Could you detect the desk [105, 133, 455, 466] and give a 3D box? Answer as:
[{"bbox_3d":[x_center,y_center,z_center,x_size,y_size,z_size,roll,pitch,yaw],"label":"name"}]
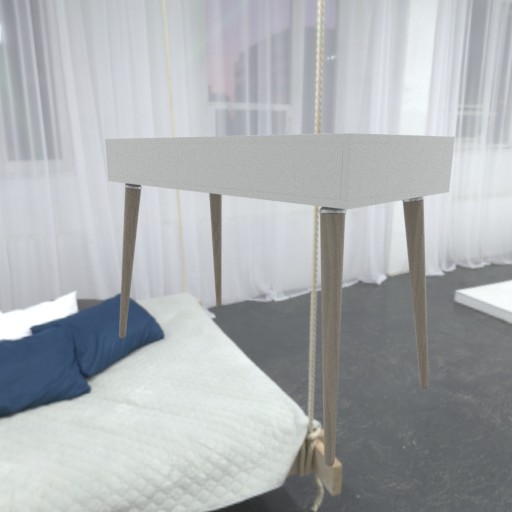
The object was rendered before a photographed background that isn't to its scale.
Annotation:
[{"bbox_3d":[0.000,0.000,1.404,0.491,0.723,0.979,-13,19,-43],"label":"desk"}]
